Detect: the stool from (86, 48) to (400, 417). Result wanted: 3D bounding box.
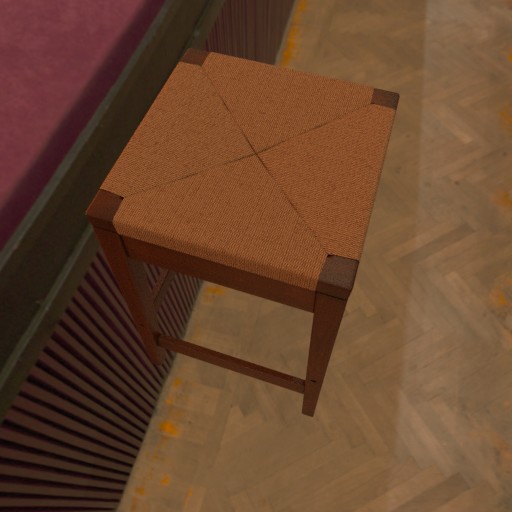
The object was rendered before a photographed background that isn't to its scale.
[{"bbox_3d":[0.000,0.000,1.089,0.507,0.762,0.497,16,62,9],"label":"stool"}]
